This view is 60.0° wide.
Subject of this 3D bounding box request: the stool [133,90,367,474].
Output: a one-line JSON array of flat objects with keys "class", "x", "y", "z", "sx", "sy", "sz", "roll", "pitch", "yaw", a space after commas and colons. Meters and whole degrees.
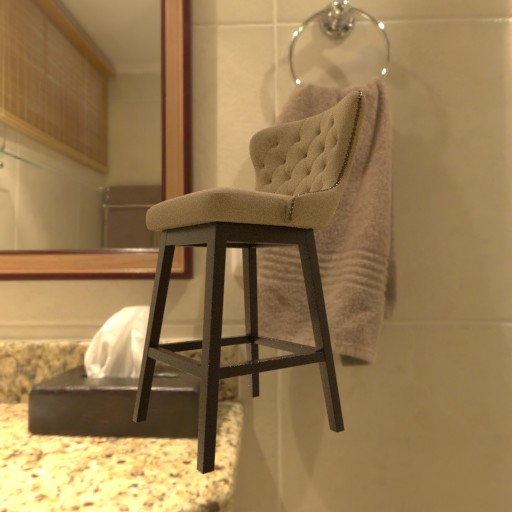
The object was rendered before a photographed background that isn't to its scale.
[{"class": "stool", "x": 0.000, "y": 0.000, "z": 1.325, "sx": 0.593, "sy": 0.971, "sz": 0.528, "roll": 1, "pitch": -2, "yaw": -36}]
